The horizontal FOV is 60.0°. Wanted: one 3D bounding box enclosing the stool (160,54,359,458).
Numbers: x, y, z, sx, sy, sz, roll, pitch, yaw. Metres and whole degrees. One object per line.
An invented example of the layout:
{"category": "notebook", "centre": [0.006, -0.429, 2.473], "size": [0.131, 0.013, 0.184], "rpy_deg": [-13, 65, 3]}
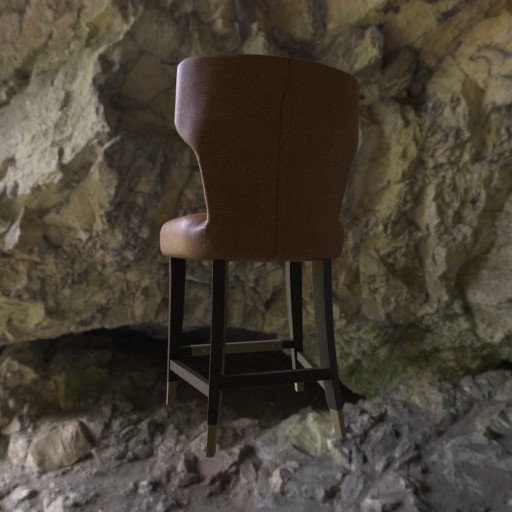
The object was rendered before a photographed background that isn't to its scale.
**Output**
{"category": "stool", "centre": [0.000, 0.000, 1.330], "size": [0.526, 0.982, 0.563], "rpy_deg": [0, 1, -18]}
